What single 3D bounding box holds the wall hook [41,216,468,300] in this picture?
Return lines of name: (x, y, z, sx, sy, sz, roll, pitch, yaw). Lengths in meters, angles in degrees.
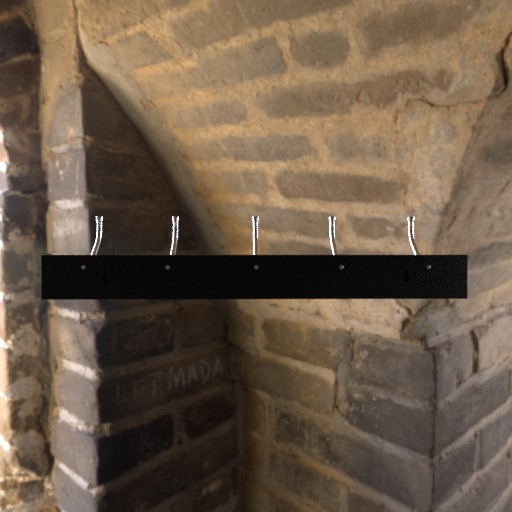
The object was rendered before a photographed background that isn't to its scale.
wall hook: (0.000, 0.000, 0.629, 0.571, 0.117, 0.071, 0, 1, -1)
